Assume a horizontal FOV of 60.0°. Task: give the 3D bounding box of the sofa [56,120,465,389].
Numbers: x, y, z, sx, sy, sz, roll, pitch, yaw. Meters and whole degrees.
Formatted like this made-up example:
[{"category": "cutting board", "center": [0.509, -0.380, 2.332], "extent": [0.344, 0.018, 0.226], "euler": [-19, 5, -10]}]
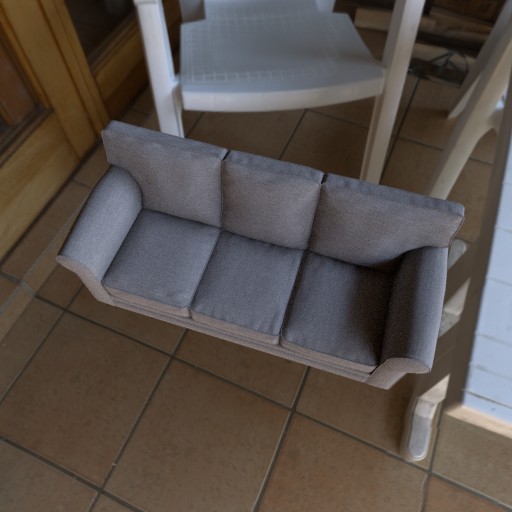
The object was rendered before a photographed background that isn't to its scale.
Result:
[{"category": "sofa", "center": [0.000, 0.000, 2.629], "extent": [2.084, 0.961, 0.916], "euler": [15, 61, 9]}]
